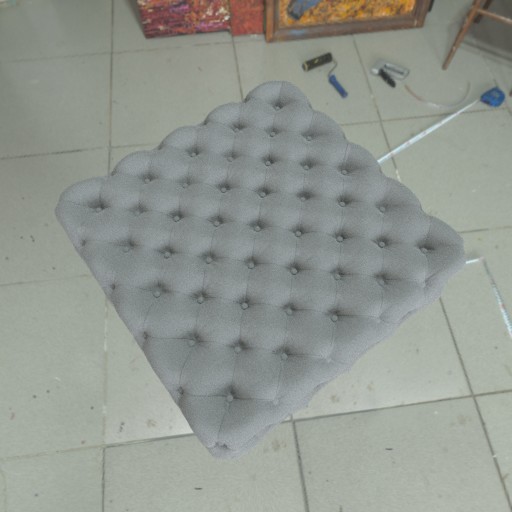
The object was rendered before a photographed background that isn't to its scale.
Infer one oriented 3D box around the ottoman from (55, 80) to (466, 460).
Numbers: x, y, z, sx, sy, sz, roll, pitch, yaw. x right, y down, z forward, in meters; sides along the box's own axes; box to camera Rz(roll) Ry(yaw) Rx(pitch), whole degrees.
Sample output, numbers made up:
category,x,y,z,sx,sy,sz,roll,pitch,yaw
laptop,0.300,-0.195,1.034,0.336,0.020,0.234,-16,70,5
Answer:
category,x,y,z,sx,sy,sz,roll,pitch,yaw
ottoman,0.000,0.000,1.434,0.917,0.439,0.911,-34,68,-16
